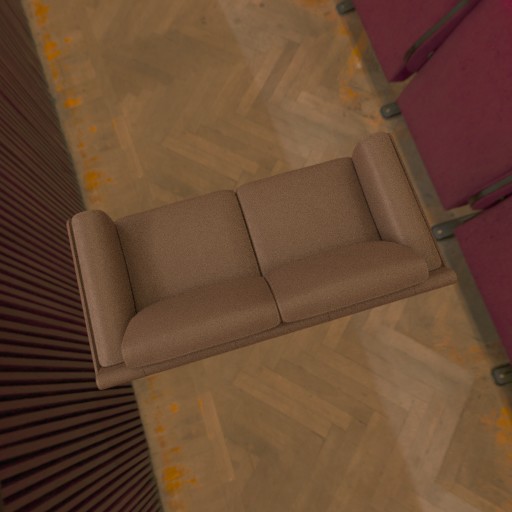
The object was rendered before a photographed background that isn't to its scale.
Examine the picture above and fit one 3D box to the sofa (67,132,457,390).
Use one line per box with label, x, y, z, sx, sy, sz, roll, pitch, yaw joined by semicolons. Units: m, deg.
sofa;0.000;0.000;2.731;2.101;0.930;1.049;-16;76;-4
